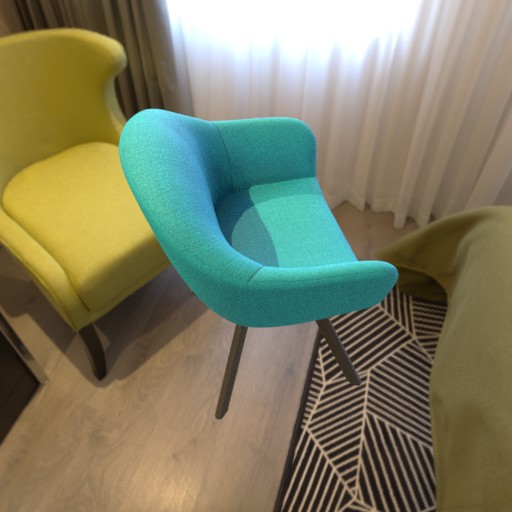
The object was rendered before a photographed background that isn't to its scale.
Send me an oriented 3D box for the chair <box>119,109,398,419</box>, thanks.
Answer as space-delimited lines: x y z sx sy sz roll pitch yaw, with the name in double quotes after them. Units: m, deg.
0.000 0.000 1.181 0.550 0.795 0.590 -11 49 -9 "chair"
